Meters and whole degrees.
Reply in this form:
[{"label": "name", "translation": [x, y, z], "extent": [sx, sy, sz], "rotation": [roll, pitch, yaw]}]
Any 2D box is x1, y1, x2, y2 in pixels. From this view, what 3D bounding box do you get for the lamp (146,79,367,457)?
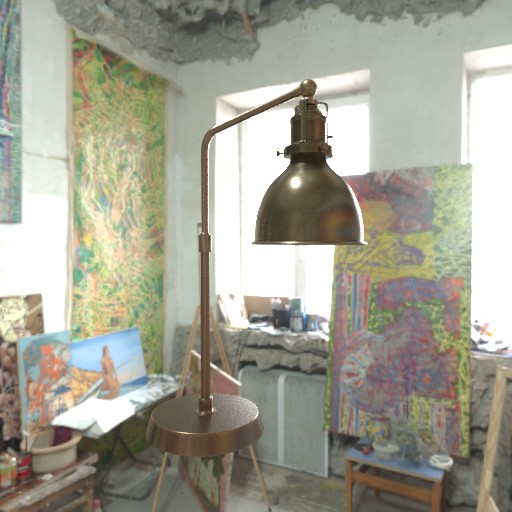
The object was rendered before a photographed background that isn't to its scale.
[{"label": "lamp", "translation": [0.000, 0.000, 0.579], "extent": [0.286, 0.456, 0.153], "rotation": [0, 2, -1]}]
